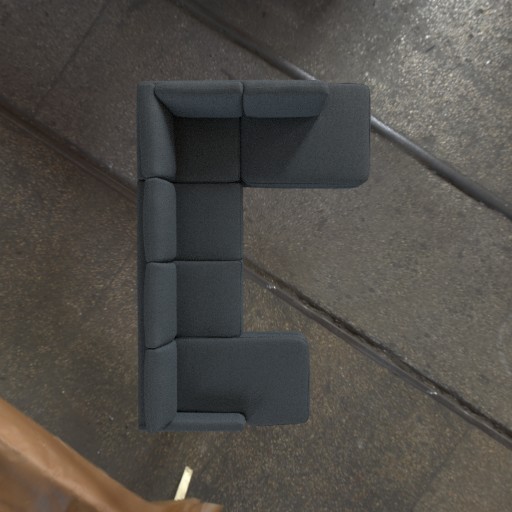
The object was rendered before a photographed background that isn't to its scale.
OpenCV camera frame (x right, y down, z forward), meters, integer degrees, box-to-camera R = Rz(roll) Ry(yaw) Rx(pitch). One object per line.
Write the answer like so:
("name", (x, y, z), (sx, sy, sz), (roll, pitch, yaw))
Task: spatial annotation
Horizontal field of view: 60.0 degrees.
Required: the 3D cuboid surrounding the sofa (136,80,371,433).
("sofa", (0.000, 0.000, 3.872), (1.984, 0.858, 2.975), (0, 91, 0))
